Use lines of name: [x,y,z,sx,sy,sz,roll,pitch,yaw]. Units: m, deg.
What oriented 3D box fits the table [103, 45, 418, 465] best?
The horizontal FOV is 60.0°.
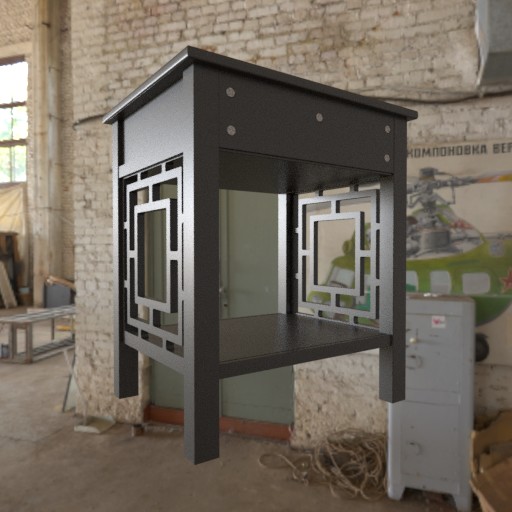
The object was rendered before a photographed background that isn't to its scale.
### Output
table: [0.000,0.000,1.013,0.564,0.646,0.451,-1,1,-35]
